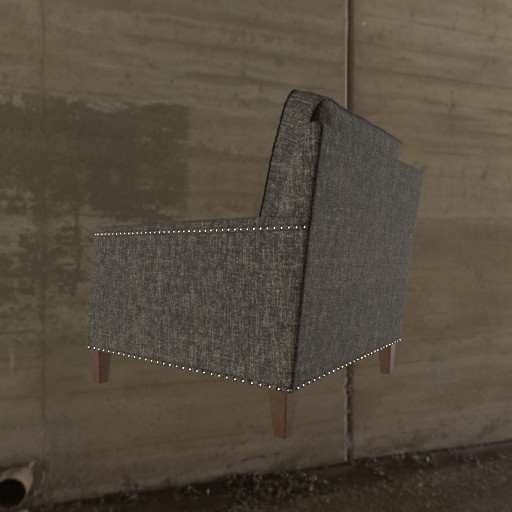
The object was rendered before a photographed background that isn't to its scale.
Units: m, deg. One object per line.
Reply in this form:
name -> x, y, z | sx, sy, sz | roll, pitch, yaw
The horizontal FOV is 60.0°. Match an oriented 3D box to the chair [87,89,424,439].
chair -> 0.000, 0.000, 1.700 | 1.014, 0.943, 0.853 | 0, 1, 37
